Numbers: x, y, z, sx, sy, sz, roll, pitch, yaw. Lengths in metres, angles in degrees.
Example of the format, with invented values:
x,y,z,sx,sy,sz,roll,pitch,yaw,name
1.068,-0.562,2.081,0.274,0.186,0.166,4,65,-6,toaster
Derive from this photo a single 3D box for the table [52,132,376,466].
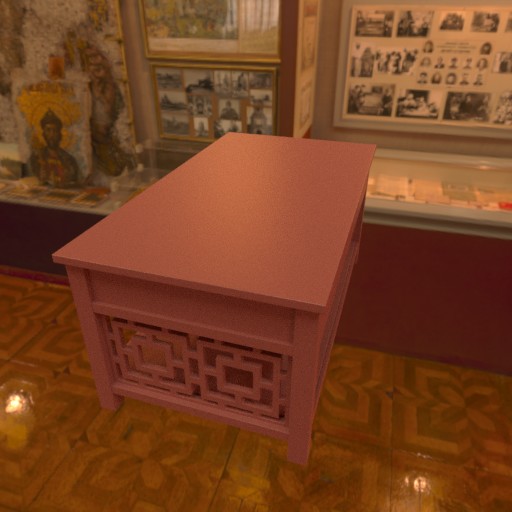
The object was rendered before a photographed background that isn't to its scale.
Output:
x,y,z,sx,sy,sz,roll,pitch,yaw,name
0.000,0.000,1.445,0.612,0.493,1.068,9,32,15,table
